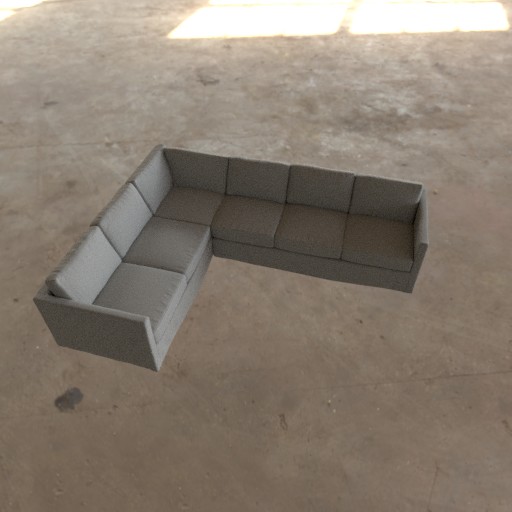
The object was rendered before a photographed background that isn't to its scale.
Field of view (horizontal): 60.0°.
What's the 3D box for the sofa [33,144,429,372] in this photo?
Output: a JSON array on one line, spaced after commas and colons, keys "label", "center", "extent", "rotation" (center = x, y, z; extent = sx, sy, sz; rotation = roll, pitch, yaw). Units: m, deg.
[{"label": "sofa", "center": [0.000, 0.000, 4.358], "extent": [3.182, 0.871, 2.432], "rotation": [10, 45, 10]}]
